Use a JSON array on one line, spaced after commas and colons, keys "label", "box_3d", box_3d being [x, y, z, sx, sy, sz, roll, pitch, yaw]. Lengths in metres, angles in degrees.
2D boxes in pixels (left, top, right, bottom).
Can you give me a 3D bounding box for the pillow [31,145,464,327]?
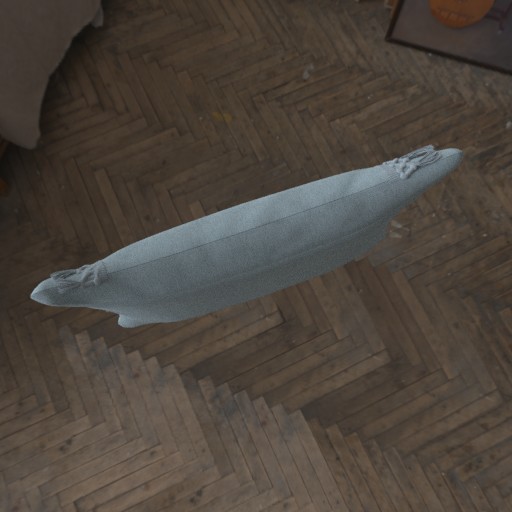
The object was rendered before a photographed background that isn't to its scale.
[{"label": "pillow", "box_3d": [0.000, 0.000, 0.588, 0.466, 0.305, 0.084, -19, 77, -5]}]
